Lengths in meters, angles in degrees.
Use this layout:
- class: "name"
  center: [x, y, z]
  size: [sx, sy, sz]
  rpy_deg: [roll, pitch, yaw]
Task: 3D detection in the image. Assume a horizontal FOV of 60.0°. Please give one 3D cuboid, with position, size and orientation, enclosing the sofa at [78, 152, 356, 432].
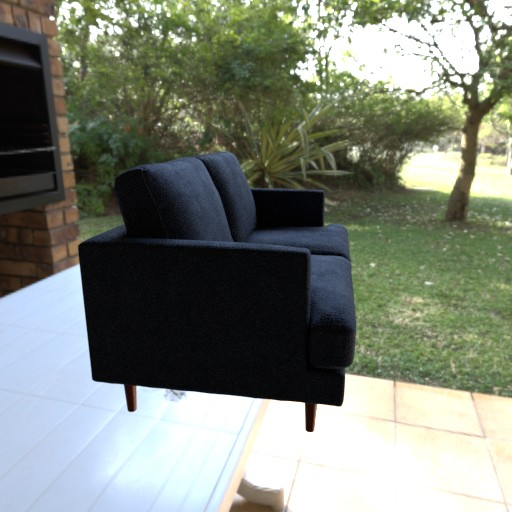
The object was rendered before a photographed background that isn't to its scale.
- class: "sofa"
  center: [0.000, 0.000, 2.139]
  size: [0.903, 0.944, 1.582]
  rpy_deg: [3, 16, 10]
